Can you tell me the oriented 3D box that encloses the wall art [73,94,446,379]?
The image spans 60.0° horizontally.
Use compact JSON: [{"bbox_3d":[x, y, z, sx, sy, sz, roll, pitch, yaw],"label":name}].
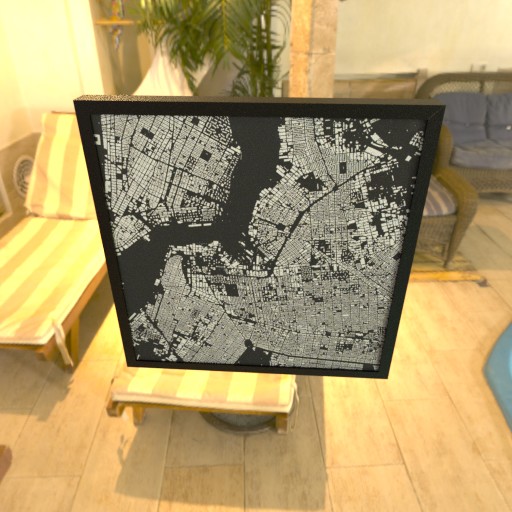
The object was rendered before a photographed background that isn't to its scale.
[{"bbox_3d":[0.000,0.000,0.745,0.506,0.506,0.038,2,31,3],"label":"wall art"}]
